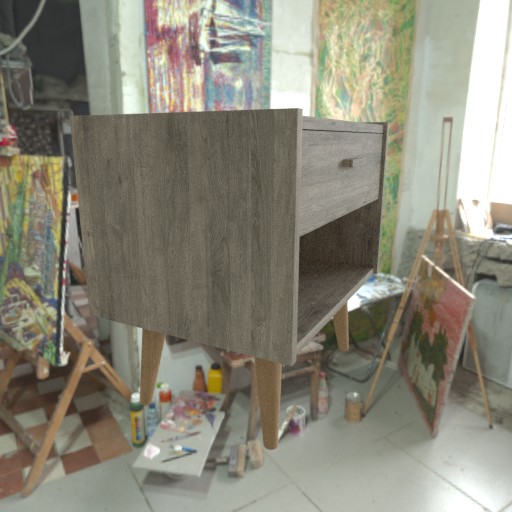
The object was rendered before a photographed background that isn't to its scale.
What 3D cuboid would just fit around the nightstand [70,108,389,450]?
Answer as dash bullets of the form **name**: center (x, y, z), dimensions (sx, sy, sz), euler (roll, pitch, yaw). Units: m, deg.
- **nightstand**: center (0.000, 0.000, 0.849), dimensions (0.380, 0.500, 0.480), euler (8, 17, 27)
